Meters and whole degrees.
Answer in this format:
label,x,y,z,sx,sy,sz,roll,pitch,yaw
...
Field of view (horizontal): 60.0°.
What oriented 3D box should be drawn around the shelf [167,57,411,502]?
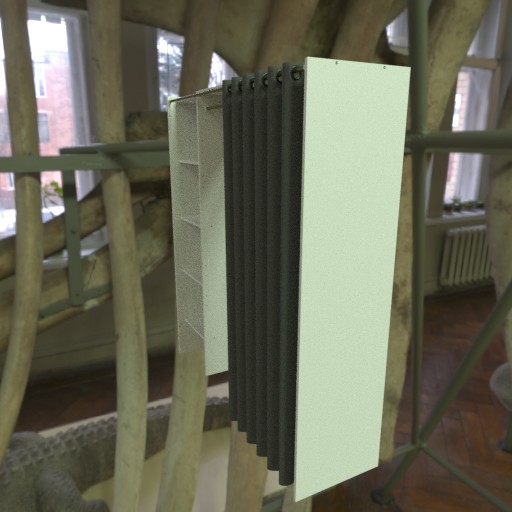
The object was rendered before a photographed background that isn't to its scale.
label,x,y,z,sx,sy,sz,roll,pitch,yaw
shelf,0.000,0.000,2.502,0.500,1.810,1.600,-8,16,-27
